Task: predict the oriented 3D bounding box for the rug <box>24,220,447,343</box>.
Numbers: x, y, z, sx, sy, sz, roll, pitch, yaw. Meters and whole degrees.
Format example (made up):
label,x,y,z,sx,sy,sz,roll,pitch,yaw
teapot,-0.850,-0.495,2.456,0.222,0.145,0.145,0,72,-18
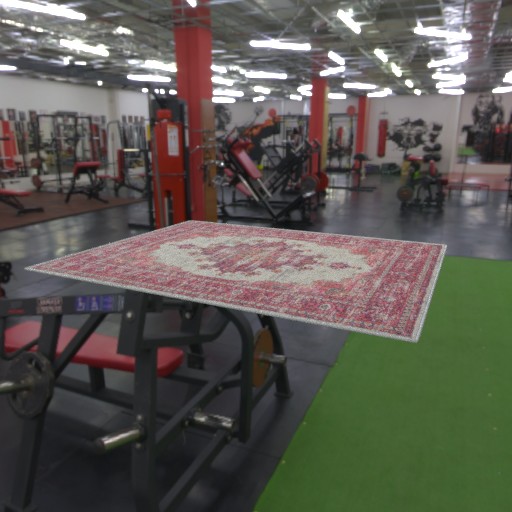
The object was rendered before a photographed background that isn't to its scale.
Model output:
label,x,y,z,sx,sy,sz,roll,pitch,yaw
rug,0.000,0.000,4.089,3.123,0.017,2.447,7,17,25
